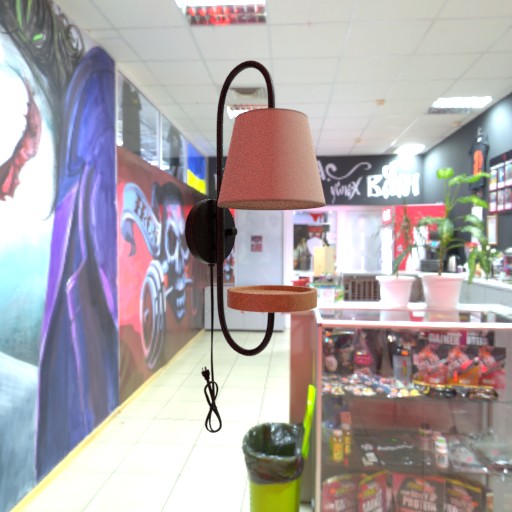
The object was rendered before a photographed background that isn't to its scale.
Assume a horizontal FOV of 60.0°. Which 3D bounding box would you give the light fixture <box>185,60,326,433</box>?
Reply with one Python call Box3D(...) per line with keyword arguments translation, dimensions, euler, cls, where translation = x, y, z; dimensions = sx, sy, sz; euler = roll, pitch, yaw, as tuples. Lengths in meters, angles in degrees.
Box3D(translation=(0.000, 0.000, 0.932), dimensions=(0.299, 0.821, 0.220), euler=(1, 2, 37), cls="light fixture")
